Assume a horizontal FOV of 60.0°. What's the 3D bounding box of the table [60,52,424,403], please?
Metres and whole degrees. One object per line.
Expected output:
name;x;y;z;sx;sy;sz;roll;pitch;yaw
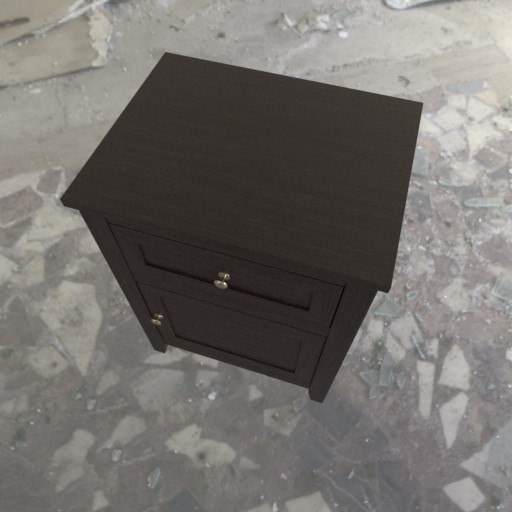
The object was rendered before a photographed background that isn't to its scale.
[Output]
table;0.000;0.000;0.966;0.480;0.635;0.381;15;59;9
